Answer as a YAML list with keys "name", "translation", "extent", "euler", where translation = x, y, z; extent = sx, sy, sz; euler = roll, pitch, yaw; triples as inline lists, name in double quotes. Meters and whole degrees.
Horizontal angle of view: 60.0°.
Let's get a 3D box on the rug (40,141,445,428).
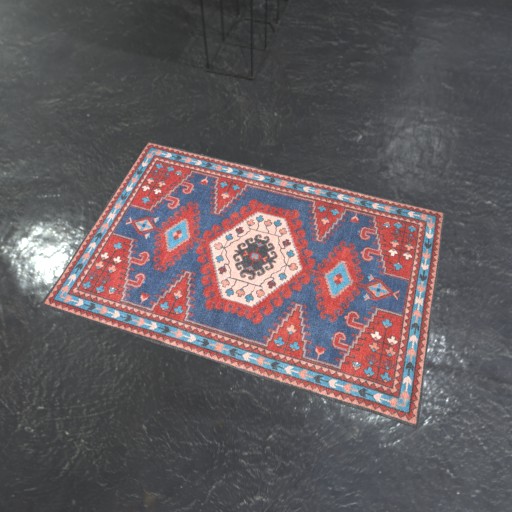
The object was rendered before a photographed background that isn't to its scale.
- name: "rug"
  translation: [0.000, 0.000, 2.307]
  extent: [1.820, 0.012, 1.207]
  euler: [15, 58, 10]
